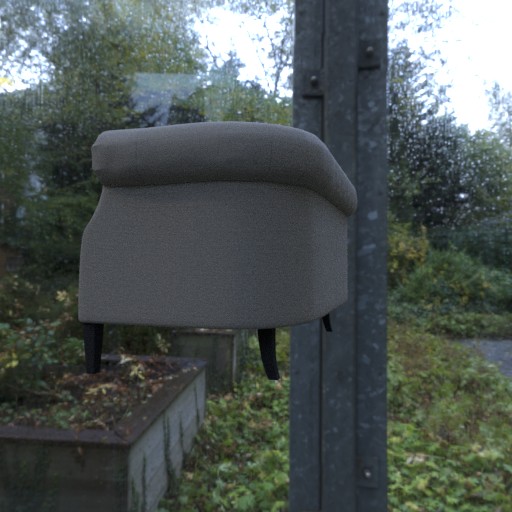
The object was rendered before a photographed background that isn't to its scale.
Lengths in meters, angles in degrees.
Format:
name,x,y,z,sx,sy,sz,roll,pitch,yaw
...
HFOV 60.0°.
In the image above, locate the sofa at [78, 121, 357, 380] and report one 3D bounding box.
name,x,y,z,sx,sy,sz,roll,pitch,yaw
sofa,0.000,0.000,2.053,0.835,0.827,1.558,0,-1,19
